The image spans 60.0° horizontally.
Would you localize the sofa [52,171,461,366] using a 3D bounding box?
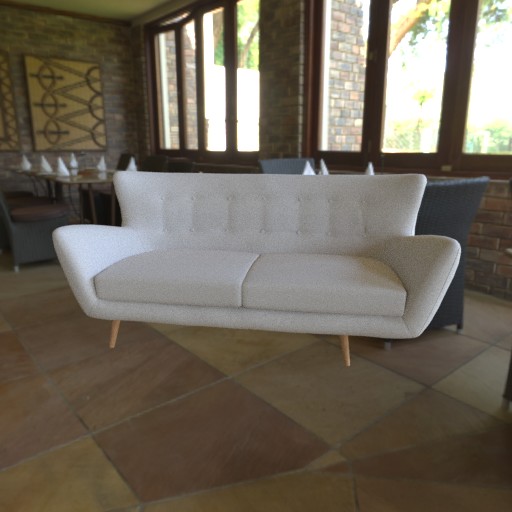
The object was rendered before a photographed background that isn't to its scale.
[{"bbox_3d":[0.000,0.000,2.467,1.930,0.890,0.899,2,14,9],"label":"sofa"}]
